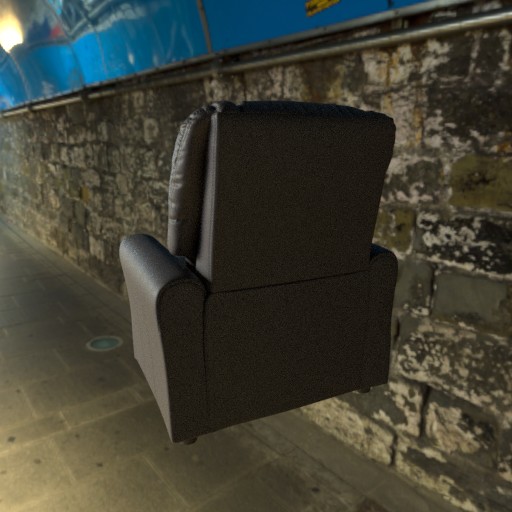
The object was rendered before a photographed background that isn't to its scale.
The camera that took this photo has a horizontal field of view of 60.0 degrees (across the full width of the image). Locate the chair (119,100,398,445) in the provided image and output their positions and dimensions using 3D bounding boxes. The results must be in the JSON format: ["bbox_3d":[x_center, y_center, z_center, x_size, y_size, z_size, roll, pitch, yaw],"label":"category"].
[{"bbox_3d":[0.000,0.000,1.123,0.610,0.709,0.521,-7,16,-25],"label":"chair"}]
